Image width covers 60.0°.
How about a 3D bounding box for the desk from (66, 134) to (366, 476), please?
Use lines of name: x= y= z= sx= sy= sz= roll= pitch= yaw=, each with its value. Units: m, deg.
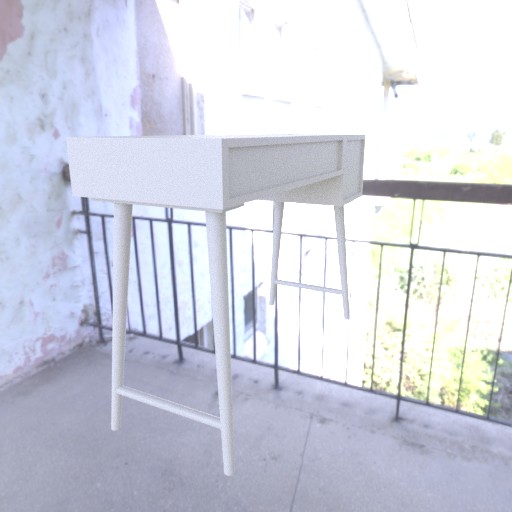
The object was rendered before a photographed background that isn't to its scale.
desk: x=0.000 y=0.000 z=1.446 sx=0.409 sy=0.761 sz=1.069 roll=8 pitch=18 yaw=26
